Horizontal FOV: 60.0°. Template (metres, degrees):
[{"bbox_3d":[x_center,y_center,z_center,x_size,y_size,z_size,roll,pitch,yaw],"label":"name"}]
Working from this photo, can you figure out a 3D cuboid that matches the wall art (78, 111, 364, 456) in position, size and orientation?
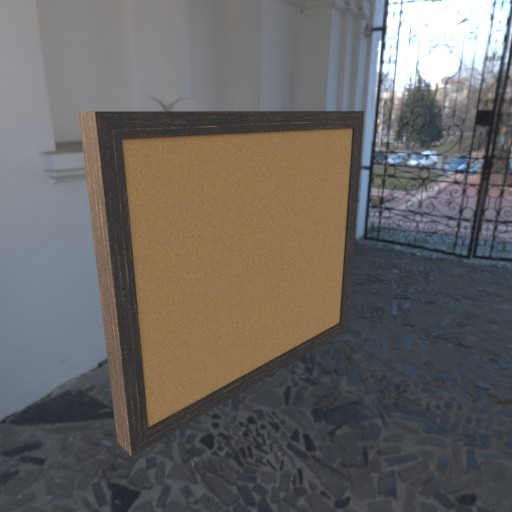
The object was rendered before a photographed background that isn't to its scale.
[{"bbox_3d":[0.000,0.000,0.532,0.381,0.330,0.031,-17,25,-42],"label":"wall art"}]
